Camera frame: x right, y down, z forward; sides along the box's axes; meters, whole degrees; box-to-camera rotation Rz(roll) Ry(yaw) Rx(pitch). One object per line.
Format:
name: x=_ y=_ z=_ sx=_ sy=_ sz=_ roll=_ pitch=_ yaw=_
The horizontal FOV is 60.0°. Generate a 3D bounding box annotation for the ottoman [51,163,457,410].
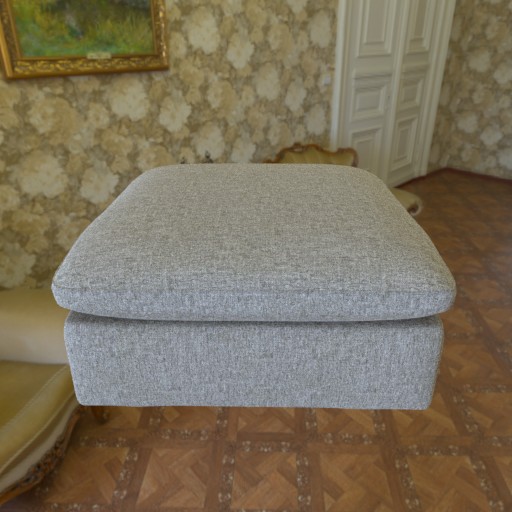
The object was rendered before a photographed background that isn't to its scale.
ottoman: x=0.000 y=0.000 z=1.572 sx=1.035 sy=0.526 sz=1.039 roll=0 pitch=26 yaw=1
